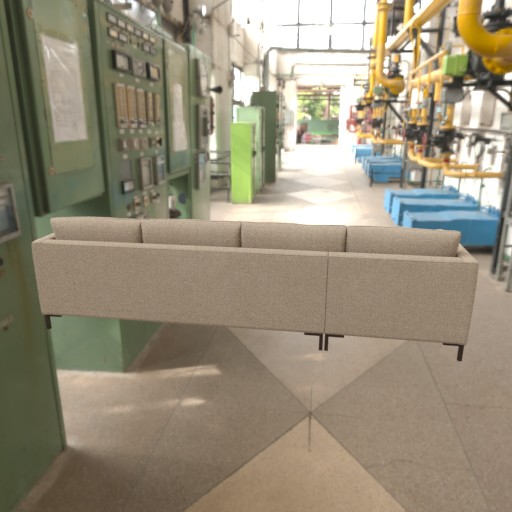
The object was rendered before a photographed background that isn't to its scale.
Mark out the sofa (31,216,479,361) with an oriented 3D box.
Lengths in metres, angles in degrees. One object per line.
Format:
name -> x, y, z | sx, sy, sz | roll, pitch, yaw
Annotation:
sofa -> 0.000, 0.000, 3.526 | 2.923, 0.816, 1.469 | 3, 17, 9
